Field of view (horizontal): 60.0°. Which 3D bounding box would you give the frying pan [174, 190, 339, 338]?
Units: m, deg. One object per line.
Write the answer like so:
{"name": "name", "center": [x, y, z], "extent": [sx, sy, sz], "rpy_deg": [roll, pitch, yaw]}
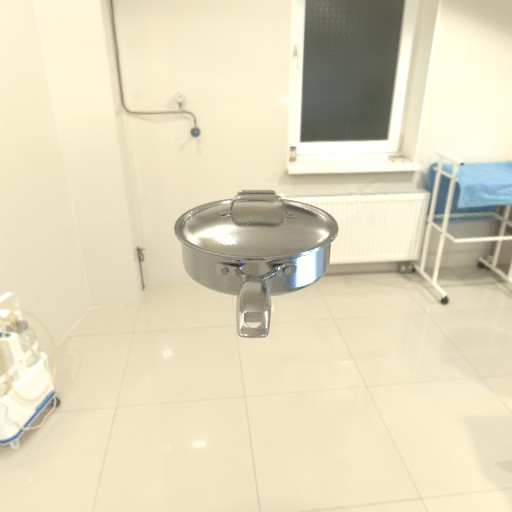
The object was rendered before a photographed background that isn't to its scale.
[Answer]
{"name": "frying pan", "center": [0.000, 0.000, 0.594], "extent": [0.245, 0.111, 0.492], "rpy_deg": [0, 26, 0]}
